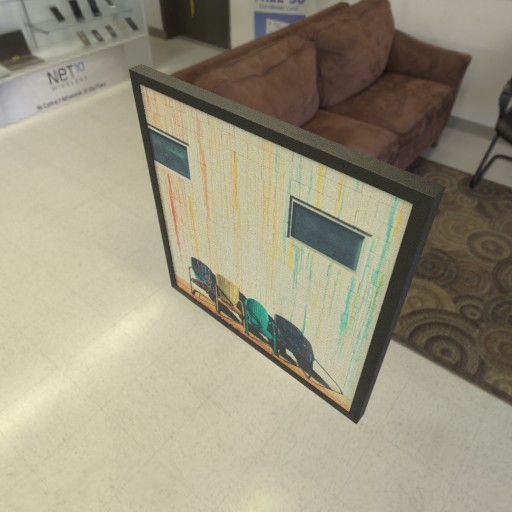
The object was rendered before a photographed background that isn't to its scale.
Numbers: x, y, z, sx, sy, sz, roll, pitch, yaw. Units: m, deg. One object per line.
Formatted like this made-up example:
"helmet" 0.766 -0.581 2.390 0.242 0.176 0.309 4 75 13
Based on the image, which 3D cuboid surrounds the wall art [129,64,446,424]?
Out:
"wall art" 0.000 0.000 1.133 0.763 0.763 0.039 31 52 28
